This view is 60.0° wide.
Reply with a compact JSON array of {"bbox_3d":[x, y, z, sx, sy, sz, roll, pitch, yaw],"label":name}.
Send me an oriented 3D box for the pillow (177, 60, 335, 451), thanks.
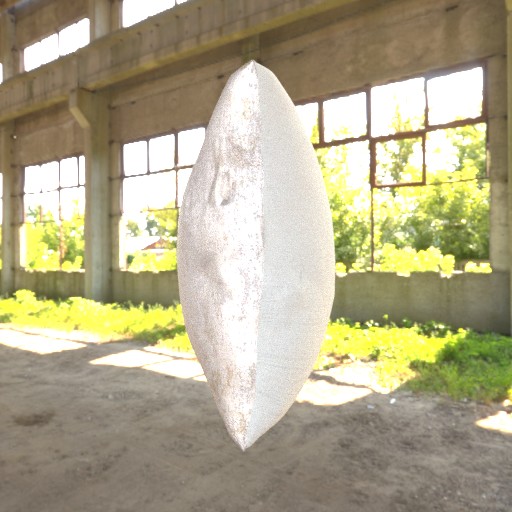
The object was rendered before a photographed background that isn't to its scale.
[{"bbox_3d":[0.000,0.000,0.722,0.245,0.448,0.450,0,-1,0],"label":"pillow"}]
